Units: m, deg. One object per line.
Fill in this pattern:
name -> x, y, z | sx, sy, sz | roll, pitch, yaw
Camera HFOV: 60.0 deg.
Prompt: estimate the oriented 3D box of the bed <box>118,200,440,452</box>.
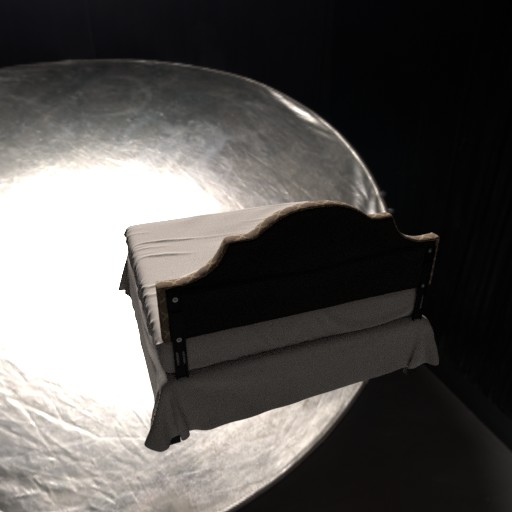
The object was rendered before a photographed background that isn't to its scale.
bed -> 0.000, 0.000, 3.771 | 2.314, 1.601, 2.222 | -10, 29, -18
